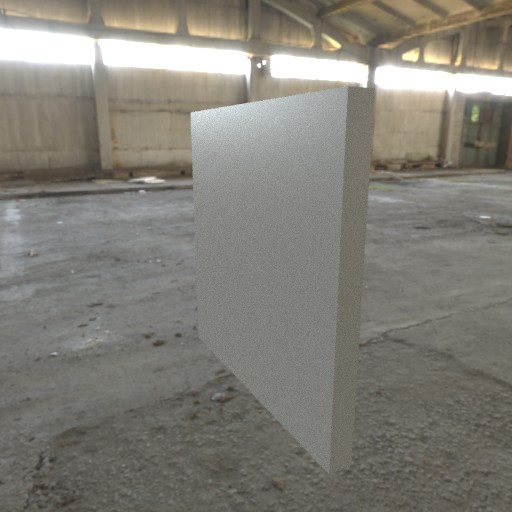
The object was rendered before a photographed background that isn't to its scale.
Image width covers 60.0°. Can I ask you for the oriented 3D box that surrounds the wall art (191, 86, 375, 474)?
[{"bbox_3d":[0.000,0.000,0.544,0.027,0.355,0.355,-8,16,-27],"label":"wall art"}]
